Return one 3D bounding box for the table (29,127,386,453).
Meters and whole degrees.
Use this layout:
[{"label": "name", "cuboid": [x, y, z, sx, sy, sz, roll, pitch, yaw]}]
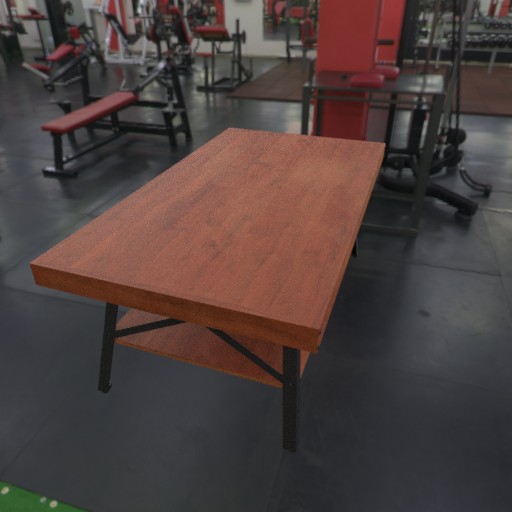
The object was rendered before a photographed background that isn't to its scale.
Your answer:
[{"label": "table", "cuboid": [0.000, 0.000, 1.369, 0.610, 0.457, 1.067, 11, 33, 17]}]
